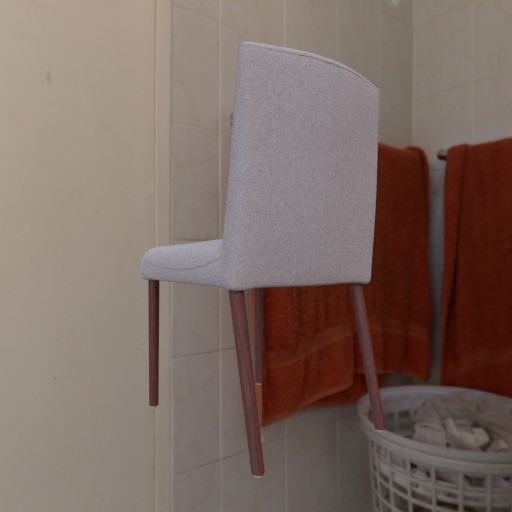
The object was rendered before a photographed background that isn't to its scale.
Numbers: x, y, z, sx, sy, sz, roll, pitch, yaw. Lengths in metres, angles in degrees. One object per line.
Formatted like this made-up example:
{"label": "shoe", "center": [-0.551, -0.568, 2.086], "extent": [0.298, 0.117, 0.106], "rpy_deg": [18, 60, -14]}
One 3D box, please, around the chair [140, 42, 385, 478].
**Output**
{"label": "chair", "center": [0.000, 0.000, 1.185], "extent": [0.456, 0.859, 0.570], "rpy_deg": [0, 0, -37]}
